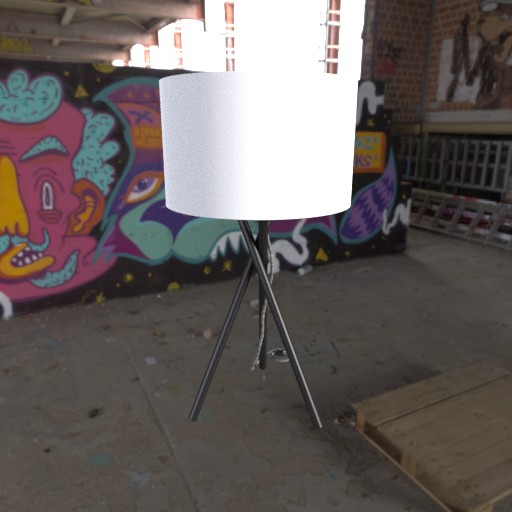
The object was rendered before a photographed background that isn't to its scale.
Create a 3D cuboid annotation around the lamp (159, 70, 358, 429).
[{"bbox_3d":[0.000,0.000,0.931,0.353,0.674,0.422,-2,16,-7],"label":"lamp"}]
